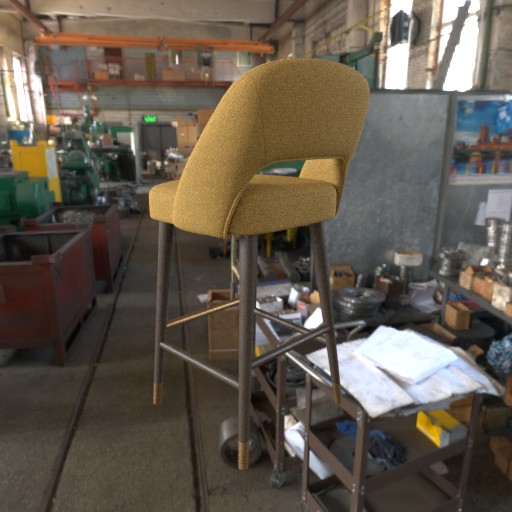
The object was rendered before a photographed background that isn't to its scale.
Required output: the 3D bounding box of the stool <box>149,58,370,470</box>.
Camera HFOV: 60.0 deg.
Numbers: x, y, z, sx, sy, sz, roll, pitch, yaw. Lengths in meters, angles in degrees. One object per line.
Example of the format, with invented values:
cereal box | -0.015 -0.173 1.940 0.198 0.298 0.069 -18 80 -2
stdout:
stool | 0.000 0.000 1.326 0.536 1.032 0.522 -14 21 -42
